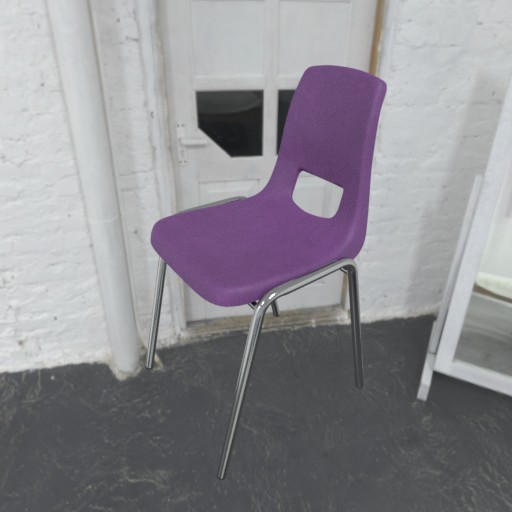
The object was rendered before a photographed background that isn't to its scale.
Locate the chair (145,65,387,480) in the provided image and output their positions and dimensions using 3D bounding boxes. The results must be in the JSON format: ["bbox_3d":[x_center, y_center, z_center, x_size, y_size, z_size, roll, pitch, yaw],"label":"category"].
[{"bbox_3d":[0.000,0.000,0.928,0.432,0.704,0.381,-19,36,-29],"label":"chair"}]
